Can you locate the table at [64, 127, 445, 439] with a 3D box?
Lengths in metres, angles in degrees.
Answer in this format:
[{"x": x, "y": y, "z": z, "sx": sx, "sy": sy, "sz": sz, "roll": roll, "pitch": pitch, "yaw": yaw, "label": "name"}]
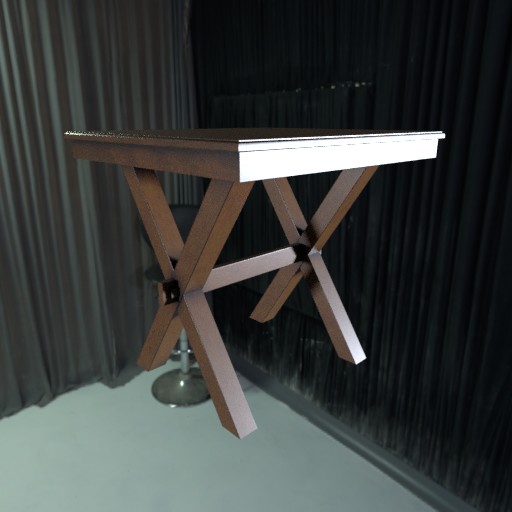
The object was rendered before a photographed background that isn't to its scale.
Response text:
[{"x": 0.000, "y": 0.000, "z": 1.038, "sx": 0.602, "sy": 0.562, "sz": 0.560, "roll": -16, "pitch": 23, "yaw": -42, "label": "table"}]
